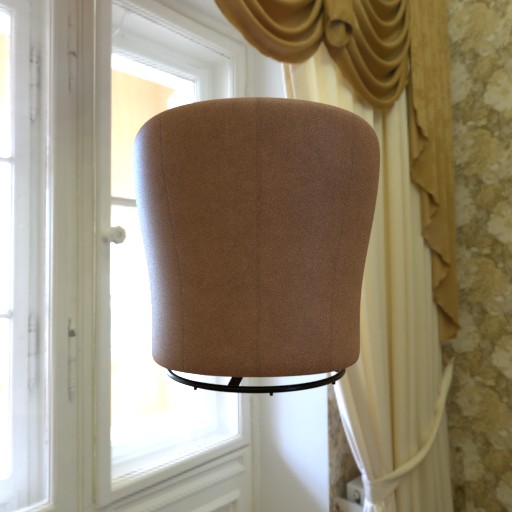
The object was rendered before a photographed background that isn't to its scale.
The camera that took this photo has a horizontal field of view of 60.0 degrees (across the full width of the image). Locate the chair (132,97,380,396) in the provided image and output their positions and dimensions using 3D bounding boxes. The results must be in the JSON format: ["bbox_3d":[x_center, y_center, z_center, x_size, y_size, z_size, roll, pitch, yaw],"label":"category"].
[{"bbox_3d":[0.000,0.000,1.464,0.791,0.771,0.815,0,-1,-1],"label":"chair"}]
